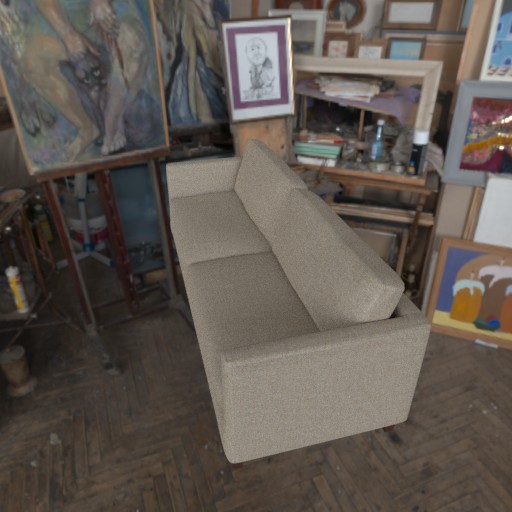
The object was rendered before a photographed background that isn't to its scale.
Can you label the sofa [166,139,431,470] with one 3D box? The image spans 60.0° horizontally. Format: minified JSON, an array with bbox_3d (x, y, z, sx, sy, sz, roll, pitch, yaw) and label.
[{"bbox_3d":[0.000,0.000,2.936,0.951,0.965,2.434,-8,32,-13],"label":"sofa"}]
